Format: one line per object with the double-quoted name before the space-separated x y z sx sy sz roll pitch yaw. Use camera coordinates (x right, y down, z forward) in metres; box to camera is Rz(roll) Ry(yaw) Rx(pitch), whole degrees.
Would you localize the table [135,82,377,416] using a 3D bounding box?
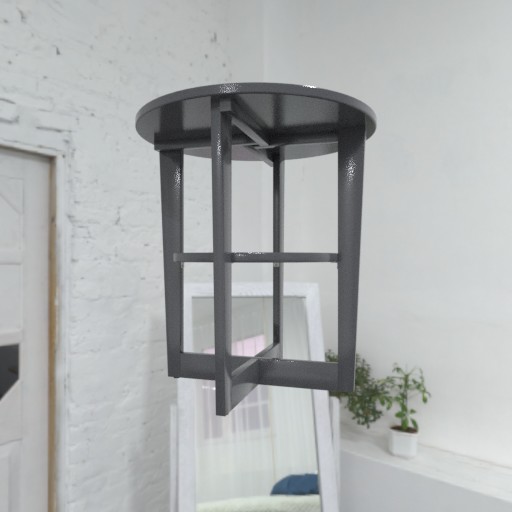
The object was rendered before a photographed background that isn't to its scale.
"table" 0.000 0.000 0.950 0.500 0.550 0.500 0 0 0
